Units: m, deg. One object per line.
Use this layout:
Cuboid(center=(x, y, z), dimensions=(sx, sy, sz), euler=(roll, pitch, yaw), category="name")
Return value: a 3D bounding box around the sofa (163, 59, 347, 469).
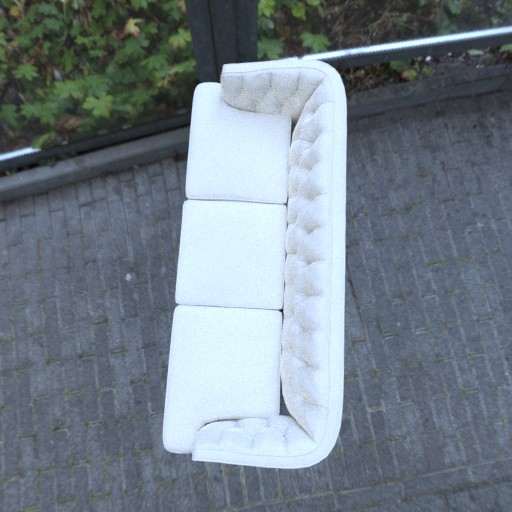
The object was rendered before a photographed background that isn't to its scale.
Cuboid(center=(0.000, 0.000, 2.698), dimensions=(0.941, 0.855, 2.278), euler=(3, 78, 1), category="sofa")
